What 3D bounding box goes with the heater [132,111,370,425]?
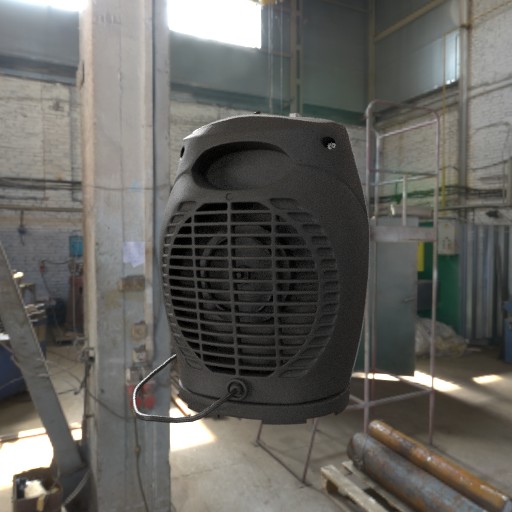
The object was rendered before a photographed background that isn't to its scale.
[{"bbox_3d":[0.000,0.000,0.466,0.239,0.255,0.291,1,2,18],"label":"heater"}]
